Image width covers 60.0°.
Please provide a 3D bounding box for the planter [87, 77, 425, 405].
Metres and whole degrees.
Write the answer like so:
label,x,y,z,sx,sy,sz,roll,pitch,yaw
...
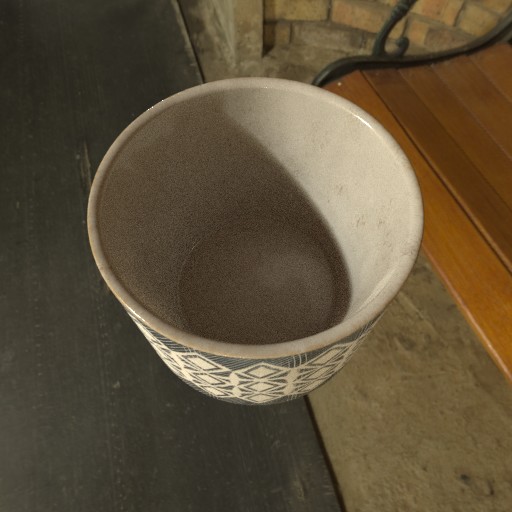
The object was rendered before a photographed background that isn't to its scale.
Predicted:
label,x,y,z,sx,sy,sz,roll,pitch,yaw
planter,0.000,0.000,0.214,0.126,0.104,0.126,0,62,0
